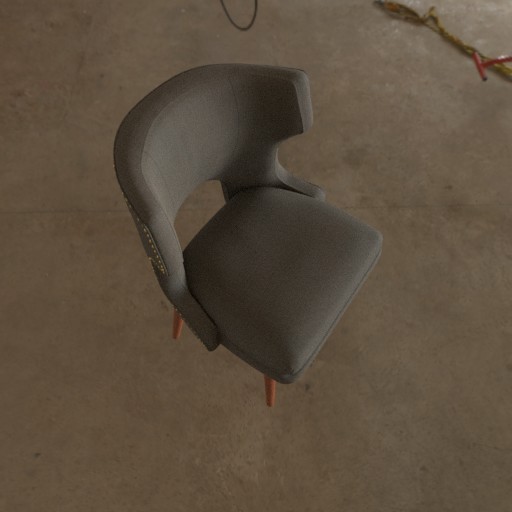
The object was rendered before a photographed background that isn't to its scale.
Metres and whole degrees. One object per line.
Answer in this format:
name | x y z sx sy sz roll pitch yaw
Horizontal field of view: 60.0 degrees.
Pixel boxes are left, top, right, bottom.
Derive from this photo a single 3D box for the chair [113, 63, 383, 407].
chair | 0.000 0.000 1.260 0.581 0.863 0.595 31 63 18
